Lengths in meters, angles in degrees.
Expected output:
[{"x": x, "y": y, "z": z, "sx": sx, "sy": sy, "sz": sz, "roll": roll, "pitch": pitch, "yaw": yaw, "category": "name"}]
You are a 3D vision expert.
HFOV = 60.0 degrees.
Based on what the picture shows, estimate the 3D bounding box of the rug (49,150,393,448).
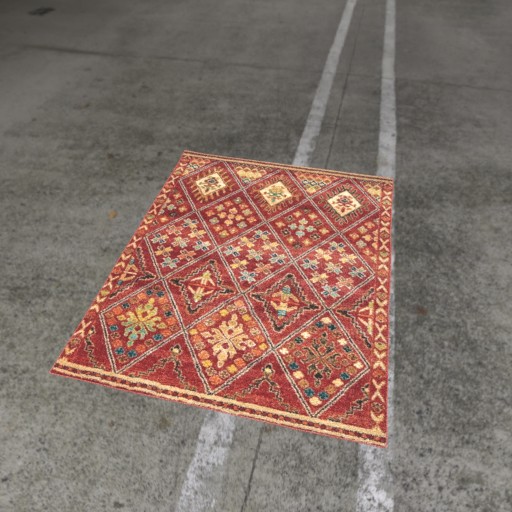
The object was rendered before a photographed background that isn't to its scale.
[{"x": 0.000, "y": 0.000, "z": 4.171, "sx": 2.489, "sy": 0.030, "sz": 3.086, "roll": 9, "pitch": 47, "yaw": 9, "category": "rug"}]
